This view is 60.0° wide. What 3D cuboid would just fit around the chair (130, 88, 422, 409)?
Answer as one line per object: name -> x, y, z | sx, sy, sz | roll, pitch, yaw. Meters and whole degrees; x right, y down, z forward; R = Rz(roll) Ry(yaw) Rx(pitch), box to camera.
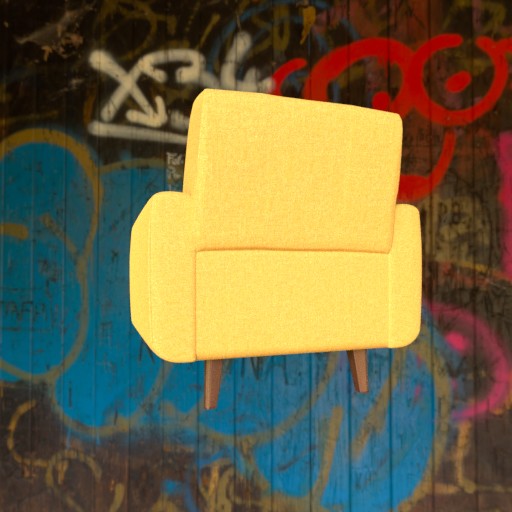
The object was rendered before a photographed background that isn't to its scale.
chair -> 0.000, 0.000, 1.586 | 0.831, 0.841, 0.909 | 0, -1, -19
